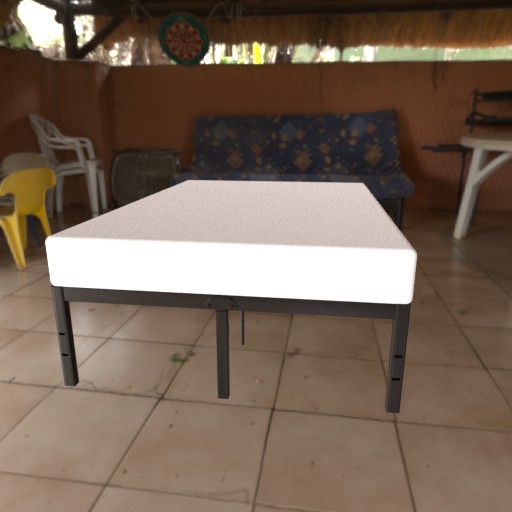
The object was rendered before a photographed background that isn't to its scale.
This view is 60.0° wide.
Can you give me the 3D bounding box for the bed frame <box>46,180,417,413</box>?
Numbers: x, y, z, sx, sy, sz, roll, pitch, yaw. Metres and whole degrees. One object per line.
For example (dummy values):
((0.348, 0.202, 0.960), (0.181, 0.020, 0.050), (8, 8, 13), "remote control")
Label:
((0.000, 0.000, 2.641), (1.408, 0.659, 1.956), (2, 16, 8), "bed frame")
